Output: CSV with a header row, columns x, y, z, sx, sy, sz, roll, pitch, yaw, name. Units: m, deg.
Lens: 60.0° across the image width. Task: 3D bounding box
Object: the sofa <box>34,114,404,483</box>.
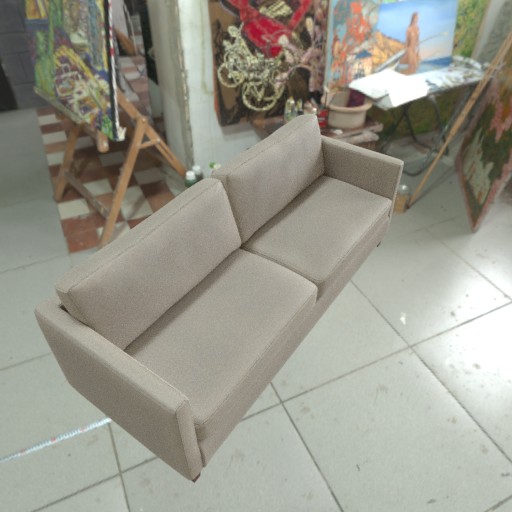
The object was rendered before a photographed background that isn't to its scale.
x,y,z,sx,sy,sz,roll,pitch,yaw,name
0.000,0.000,2.766,0.951,0.968,2.361,25,48,26,sofa
